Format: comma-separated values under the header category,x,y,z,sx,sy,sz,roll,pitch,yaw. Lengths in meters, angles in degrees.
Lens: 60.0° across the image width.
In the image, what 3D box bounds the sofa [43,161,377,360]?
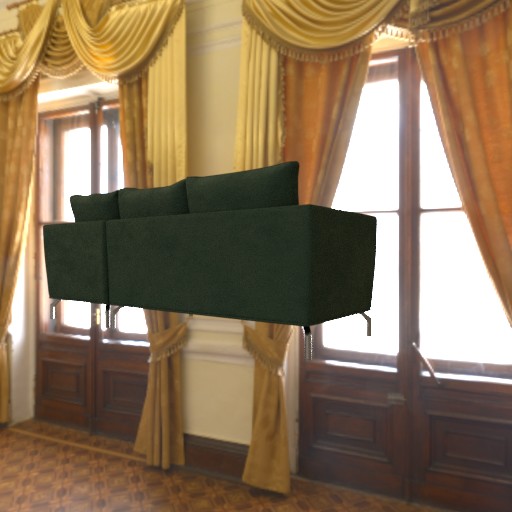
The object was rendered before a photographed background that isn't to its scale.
category,x,y,z,sx,sy,sz,roll,pitch,yaw
sofa,0.000,0.000,3.796,2.468,1.004,2.452,0,0,37
